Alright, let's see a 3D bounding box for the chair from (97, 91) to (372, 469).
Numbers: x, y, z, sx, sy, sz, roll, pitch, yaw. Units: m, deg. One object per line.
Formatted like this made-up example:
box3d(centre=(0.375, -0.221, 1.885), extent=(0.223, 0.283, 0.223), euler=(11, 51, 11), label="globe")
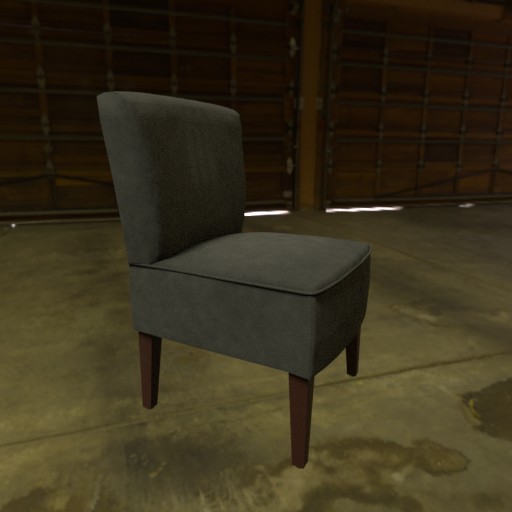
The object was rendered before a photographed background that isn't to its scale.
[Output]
box3d(centre=(0.000, 0.000, 1.165), extent=(0.554, 0.806, 0.521), euler=(7, 15, 26), label="chair")
